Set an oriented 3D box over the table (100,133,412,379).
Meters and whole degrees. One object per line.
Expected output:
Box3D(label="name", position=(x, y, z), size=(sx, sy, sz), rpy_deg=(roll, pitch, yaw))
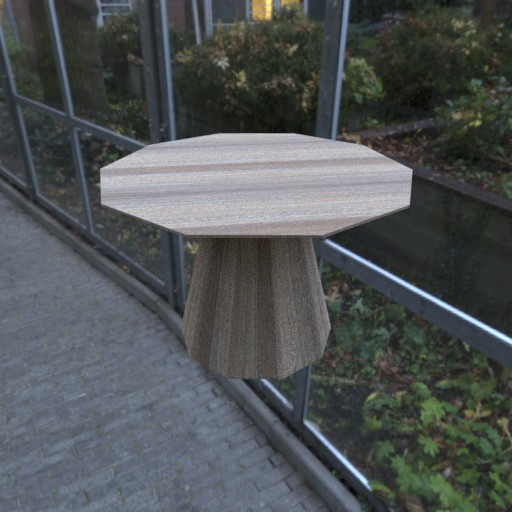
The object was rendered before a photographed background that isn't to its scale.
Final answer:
Box3D(label="table", position=(0.000, 0.000, 1.866), size=(1.186, 0.752, 1.186), rpy_deg=(0, 29, 0))
